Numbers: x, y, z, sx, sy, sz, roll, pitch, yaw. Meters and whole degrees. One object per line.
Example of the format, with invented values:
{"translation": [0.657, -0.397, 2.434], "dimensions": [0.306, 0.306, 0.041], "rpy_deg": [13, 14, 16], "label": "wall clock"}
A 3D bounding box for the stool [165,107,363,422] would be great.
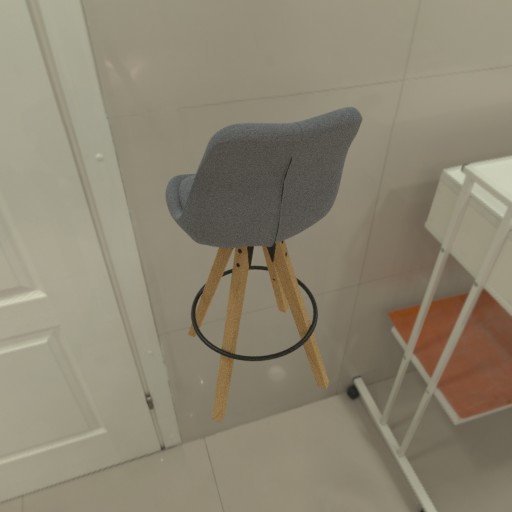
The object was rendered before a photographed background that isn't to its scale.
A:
{"translation": [0.000, 0.000, 1.403], "dimensions": [0.485, 1.115, 0.550], "rpy_deg": [-13, 42, -14], "label": "stool"}
